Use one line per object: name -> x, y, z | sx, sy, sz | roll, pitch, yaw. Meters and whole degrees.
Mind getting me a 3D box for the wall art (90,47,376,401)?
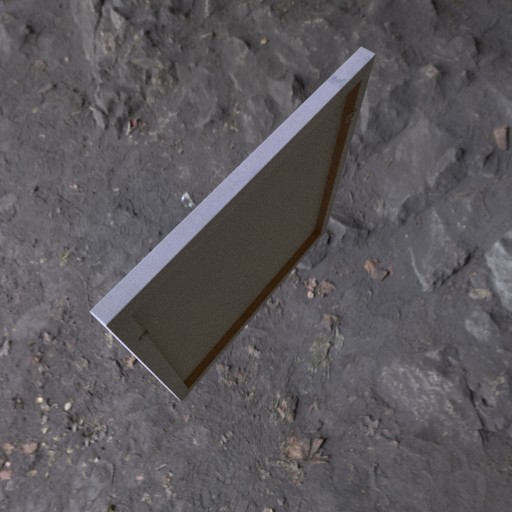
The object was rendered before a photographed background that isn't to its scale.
wall art -> 0.000, 0.000, 1.145 | 0.041, 0.762, 0.762 | 36, 69, 16
